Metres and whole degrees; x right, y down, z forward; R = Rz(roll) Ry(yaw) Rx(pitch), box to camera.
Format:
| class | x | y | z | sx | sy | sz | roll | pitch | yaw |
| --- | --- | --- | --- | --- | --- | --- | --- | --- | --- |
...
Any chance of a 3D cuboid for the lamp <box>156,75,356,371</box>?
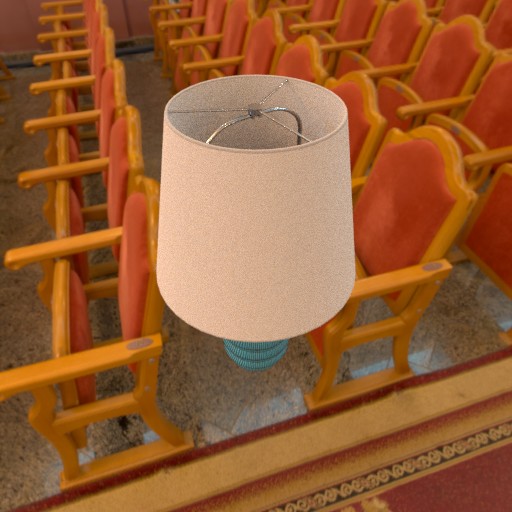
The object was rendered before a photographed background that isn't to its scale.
| class | x | y | z | sx | sy | sz | roll | pitch | yaw |
| --- | --- | --- | --- | --- | --- | --- | --- | --- | --- |
| lamp | 0.000 | 0.000 | 0.566 | 0.254 | 0.392 | 0.254 | 0 | 42 | 0 |
